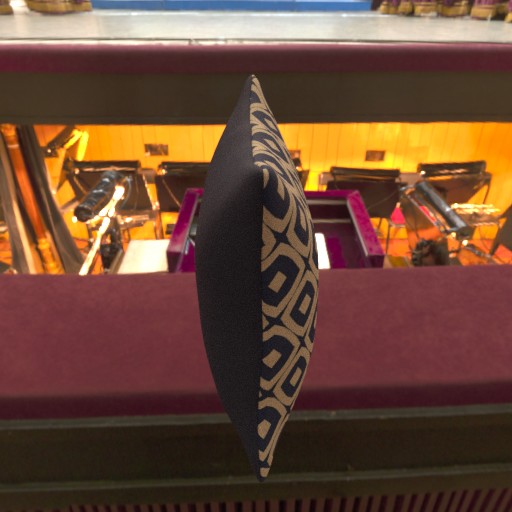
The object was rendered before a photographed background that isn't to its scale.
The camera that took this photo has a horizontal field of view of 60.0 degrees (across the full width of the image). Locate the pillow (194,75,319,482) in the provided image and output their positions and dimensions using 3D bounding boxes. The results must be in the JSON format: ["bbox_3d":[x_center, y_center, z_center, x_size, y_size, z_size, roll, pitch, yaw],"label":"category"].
[{"bbox_3d":[0.000,0.000,0.751,0.188,0.494,0.504,-1,32,-1],"label":"pillow"}]
